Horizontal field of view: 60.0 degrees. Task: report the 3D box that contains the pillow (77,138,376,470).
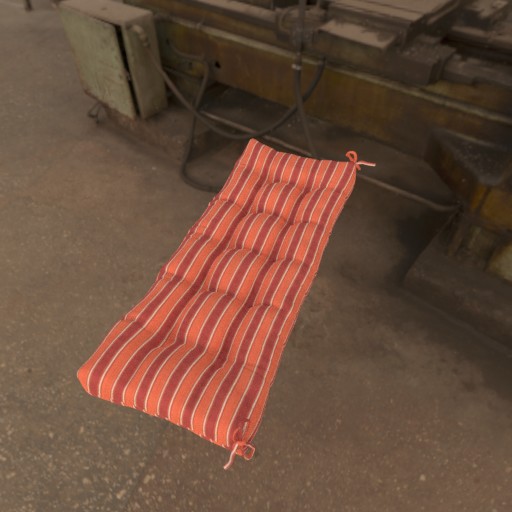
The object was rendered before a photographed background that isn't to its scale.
[{"bbox_3d":[0.000,0.000,1.364,0.511,0.174,1.194,16,48,15],"label":"pillow"}]
